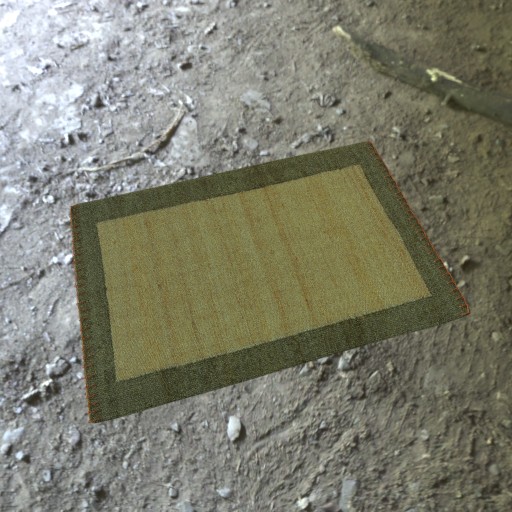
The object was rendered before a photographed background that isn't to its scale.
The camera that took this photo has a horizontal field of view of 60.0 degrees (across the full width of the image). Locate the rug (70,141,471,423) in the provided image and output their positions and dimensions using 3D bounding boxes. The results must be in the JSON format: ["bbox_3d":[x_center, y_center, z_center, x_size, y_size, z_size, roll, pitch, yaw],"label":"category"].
[{"bbox_3d":[0.000,0.000,2.300,1.838,0.019,1.220,-14,60,-8],"label":"rug"}]
